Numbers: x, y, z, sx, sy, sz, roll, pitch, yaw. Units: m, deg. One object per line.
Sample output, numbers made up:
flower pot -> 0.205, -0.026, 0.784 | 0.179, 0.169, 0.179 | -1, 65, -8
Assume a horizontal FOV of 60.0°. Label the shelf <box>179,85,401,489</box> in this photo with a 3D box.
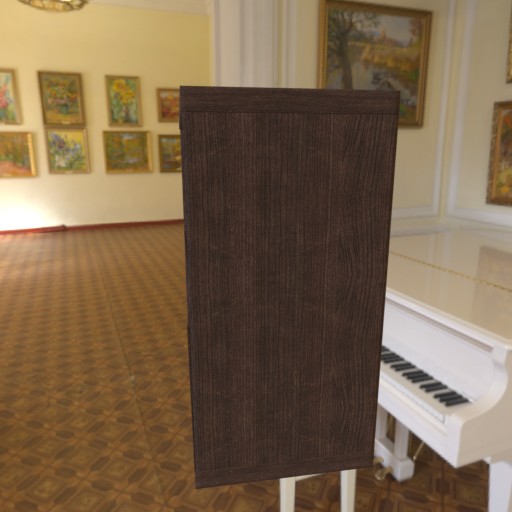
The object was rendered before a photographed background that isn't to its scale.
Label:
shelf -> 0.000, 0.000, 1.233 | 0.390, 0.786, 0.790 | -2, 14, -9
